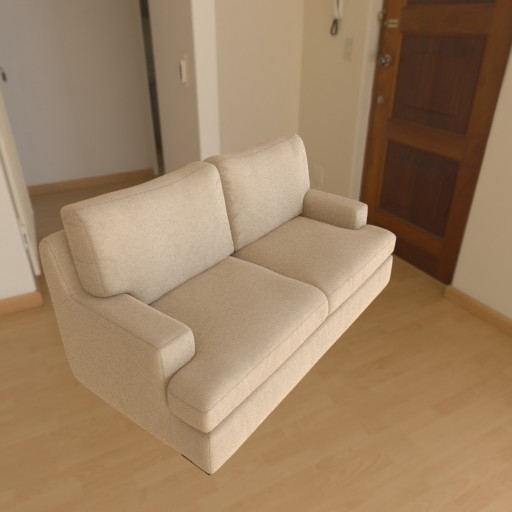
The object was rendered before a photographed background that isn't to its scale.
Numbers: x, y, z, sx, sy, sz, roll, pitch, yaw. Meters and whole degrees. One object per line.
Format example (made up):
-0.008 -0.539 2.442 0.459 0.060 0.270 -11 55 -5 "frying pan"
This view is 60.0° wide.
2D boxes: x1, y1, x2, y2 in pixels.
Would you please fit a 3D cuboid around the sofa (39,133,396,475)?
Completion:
0.000 0.000 2.428 0.962 0.967 1.885 19 34 32 "sofa"
